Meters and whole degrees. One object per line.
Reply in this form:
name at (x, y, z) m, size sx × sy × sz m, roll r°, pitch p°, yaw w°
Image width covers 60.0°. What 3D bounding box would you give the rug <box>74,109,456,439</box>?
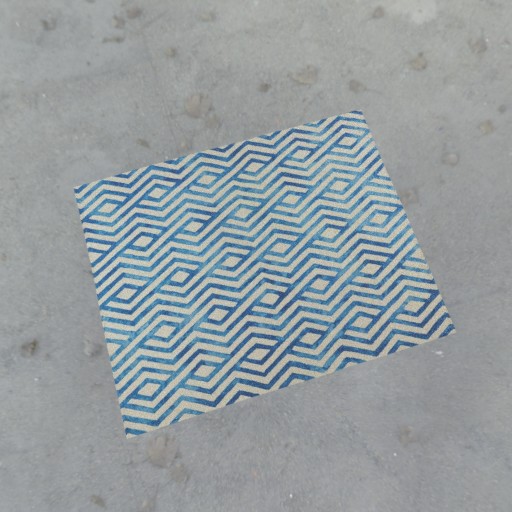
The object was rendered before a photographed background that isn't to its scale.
rug at (0.000, 0.000, 4.225) m, size 3.059 × 0.008 × 2.453 m, roll -17°, pitch 75°, yaw -5°
